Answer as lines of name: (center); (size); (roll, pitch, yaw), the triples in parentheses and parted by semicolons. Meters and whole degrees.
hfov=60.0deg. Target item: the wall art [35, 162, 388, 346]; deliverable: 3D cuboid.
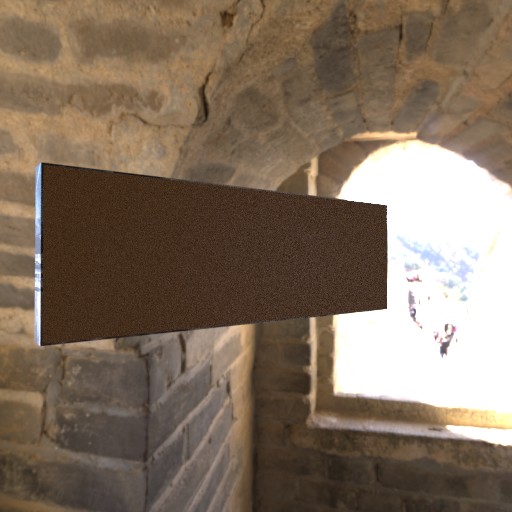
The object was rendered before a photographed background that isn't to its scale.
wall art: (0.000, 0.000, 0.845); (0.759, 0.251, 0.037); (0, -1, -37)
